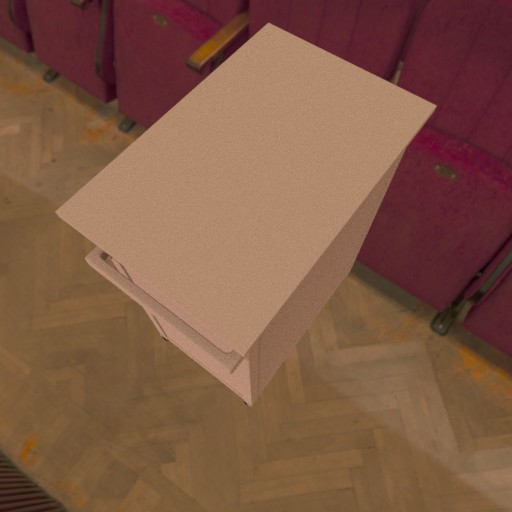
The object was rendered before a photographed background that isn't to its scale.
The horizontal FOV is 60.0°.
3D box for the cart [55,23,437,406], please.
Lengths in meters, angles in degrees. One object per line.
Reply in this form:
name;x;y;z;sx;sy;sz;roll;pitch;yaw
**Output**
cart;0.000;0.000;1.260;0.442;0.864;0.683;34;68;16
